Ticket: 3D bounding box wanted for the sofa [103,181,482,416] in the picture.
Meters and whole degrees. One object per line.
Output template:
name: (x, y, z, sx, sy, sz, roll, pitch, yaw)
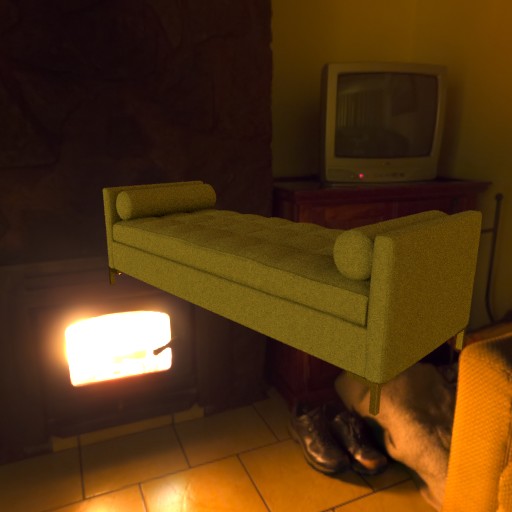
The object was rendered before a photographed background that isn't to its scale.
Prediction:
sofa: (0.000, 0.000, 2.482, 0.797, 0.657, 2.102, -14, 20, -42)
